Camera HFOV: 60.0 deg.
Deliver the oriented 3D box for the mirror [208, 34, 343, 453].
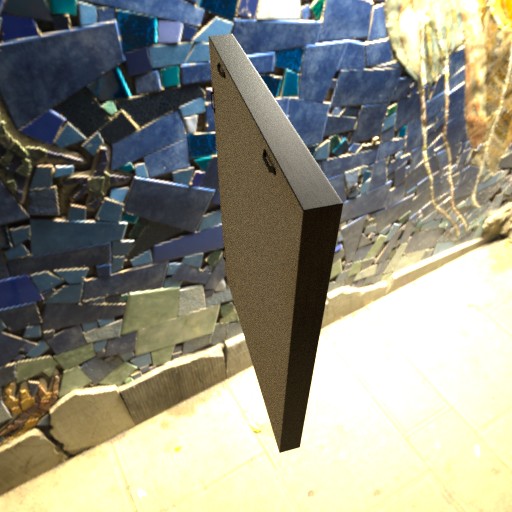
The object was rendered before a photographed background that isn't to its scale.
[{"bbox_3d":[0.000,0.000,0.680,0.041,0.508,0.405,-11,46,-11],"label":"mirror"}]
